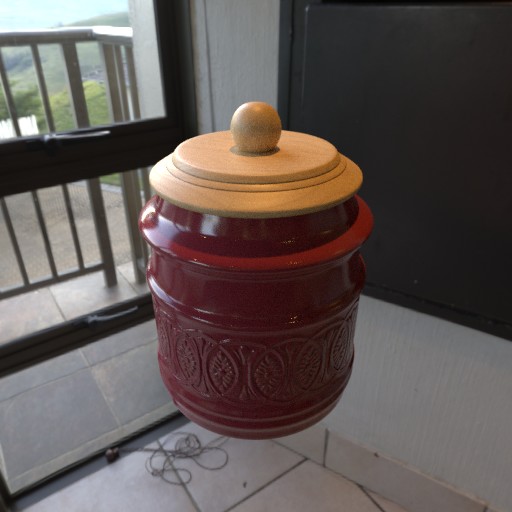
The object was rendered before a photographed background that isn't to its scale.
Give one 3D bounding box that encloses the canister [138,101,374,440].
[{"bbox_3d":[0.000,0.000,0.265,0.130,0.176,0.130,0,30,0],"label":"canister"}]
